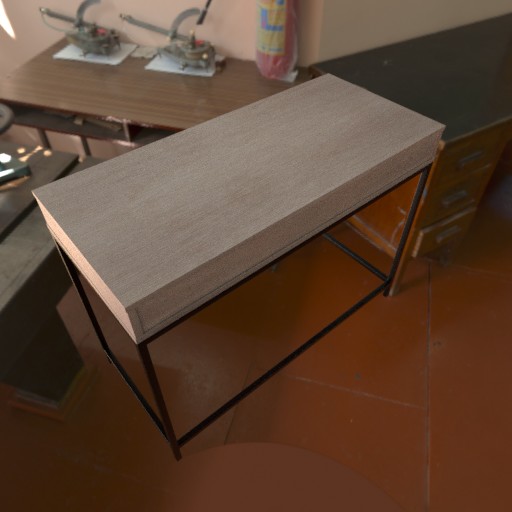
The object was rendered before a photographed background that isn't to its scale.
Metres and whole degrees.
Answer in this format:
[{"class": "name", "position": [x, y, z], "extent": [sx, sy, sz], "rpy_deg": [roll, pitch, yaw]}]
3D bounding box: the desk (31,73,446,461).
[{"class": "desk", "position": [0.000, 0.000, 1.431], "extent": [1.016, 0.762, 0.470], "rpy_deg": [-31, 53, -27]}]
